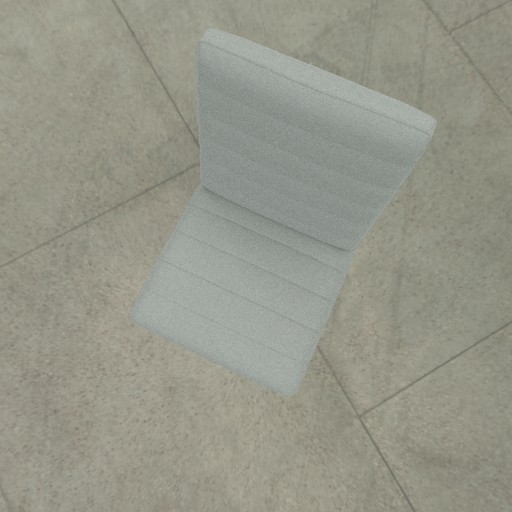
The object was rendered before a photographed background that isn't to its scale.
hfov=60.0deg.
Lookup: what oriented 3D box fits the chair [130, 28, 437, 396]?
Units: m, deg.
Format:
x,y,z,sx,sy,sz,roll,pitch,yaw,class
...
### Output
x,y,z,sx,sy,sz,roll,pitch,yaw,class
0.000,0.000,1.262,0.520,0.930,0.634,24,78,5,chair
